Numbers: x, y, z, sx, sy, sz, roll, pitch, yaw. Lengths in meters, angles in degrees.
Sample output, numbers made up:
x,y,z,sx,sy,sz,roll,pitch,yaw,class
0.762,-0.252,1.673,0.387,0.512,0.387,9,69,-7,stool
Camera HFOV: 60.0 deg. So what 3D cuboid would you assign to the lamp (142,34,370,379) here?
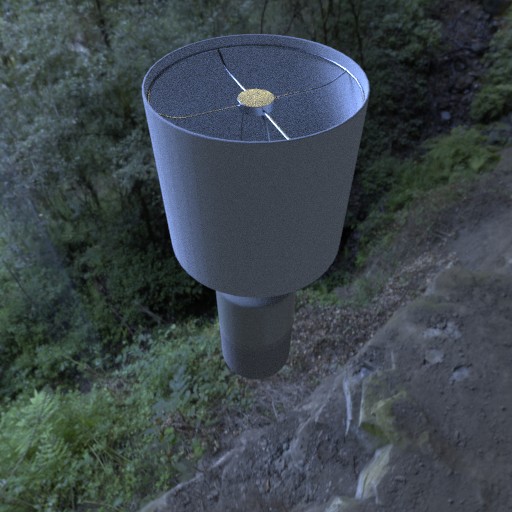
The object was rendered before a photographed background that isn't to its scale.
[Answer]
x,y,z,sx,sy,sz,roll,pitch,yaw,class
0.000,0.000,0.598,0.212,0.493,0.212,-18,50,-16,lamp
